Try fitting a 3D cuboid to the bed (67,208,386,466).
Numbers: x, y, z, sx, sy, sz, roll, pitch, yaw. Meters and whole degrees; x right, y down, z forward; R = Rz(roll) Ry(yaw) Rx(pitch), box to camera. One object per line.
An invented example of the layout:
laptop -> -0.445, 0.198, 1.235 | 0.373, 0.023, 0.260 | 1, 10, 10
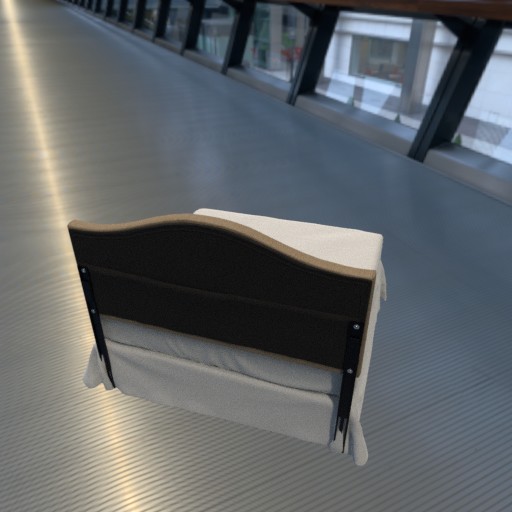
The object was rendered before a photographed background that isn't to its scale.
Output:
bed -> 0.000, 0.000, 3.777 | 2.311, 1.651, 2.222 | 10, 32, 16
